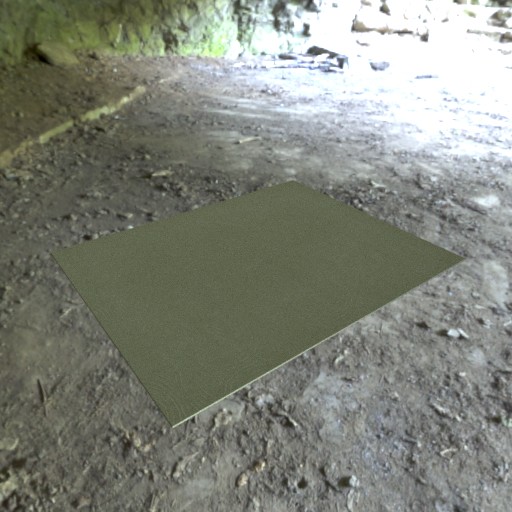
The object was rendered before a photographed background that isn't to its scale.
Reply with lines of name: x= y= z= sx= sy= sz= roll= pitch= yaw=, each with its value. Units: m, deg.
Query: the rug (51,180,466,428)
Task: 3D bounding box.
rug: x=0.000 y=0.000 z=3.524 sx=2.584 sy=0.011 sz=2.073 roll=-21 pitch=37 yaw=-31
